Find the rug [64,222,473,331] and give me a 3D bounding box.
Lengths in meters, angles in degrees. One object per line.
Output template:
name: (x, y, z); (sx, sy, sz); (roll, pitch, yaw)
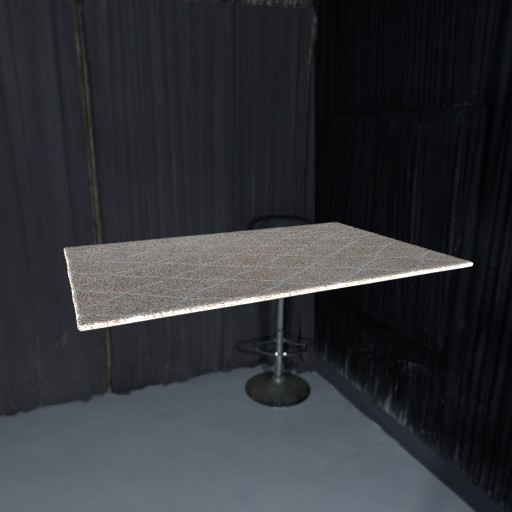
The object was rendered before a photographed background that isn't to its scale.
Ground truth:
rug: (0.000, 0.000, 3.507); (2.743, 0.030, 1.778); (-7, 17, -24)
